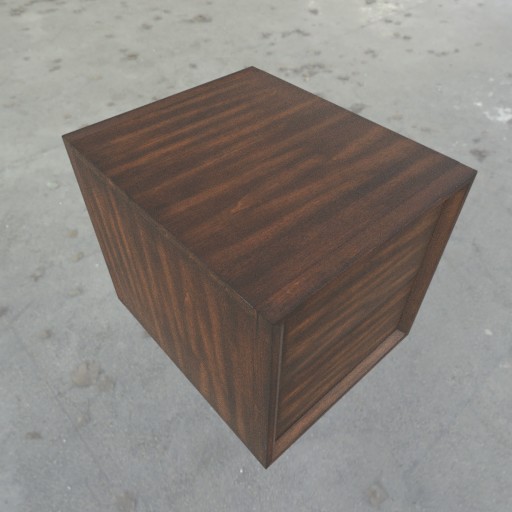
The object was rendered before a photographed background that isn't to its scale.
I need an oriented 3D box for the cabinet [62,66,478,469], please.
[{"bbox_3d":[0.000,0.000,0.830,0.402,0.455,0.500,-32,54,-28],"label":"cabinet"}]
